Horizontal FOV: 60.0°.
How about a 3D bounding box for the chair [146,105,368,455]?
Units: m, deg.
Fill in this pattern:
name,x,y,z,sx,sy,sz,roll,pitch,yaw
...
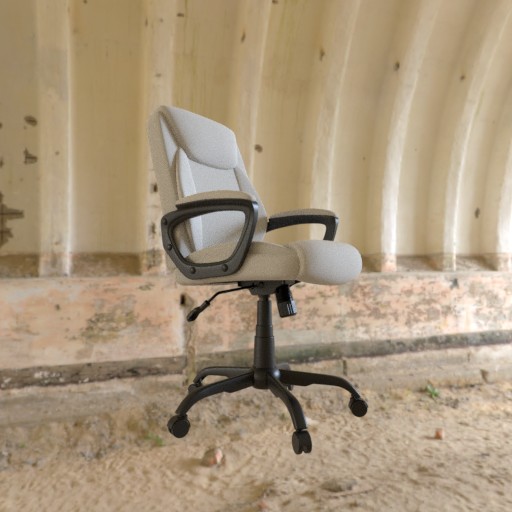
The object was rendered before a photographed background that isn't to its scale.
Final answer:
name,x,y,z,sx,sy,sz,roll,pitch,yaw
chair,0.000,0.000,1.512,0.669,1.065,0.663,-1,-1,37
